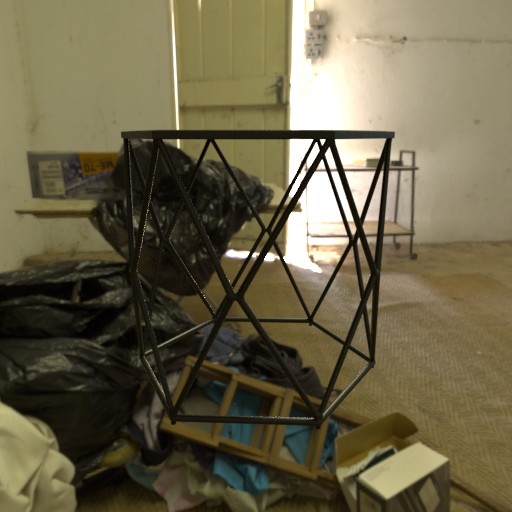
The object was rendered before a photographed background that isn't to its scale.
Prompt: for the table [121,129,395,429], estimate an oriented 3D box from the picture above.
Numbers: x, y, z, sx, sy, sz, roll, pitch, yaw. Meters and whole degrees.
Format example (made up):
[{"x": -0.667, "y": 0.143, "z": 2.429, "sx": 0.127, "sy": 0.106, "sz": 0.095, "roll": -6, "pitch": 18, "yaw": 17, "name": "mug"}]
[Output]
[{"x": 0.000, "y": 0.000, "z": 1.039, "sx": 0.579, "sy": 0.564, "sz": 0.578, "roll": -7, "pitch": 17, "yaw": -25, "name": "table"}]
